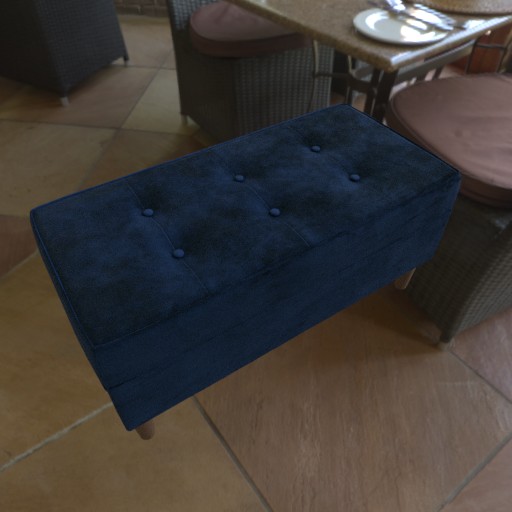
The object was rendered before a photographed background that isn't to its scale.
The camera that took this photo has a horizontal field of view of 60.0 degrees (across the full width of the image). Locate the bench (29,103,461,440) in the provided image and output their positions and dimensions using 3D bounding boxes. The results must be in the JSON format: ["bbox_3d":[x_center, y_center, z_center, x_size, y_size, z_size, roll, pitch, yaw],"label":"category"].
[{"bbox_3d":[0.000,0.000,1.257,1.010,0.467,0.489,-25,51,-22],"label":"bench"}]
